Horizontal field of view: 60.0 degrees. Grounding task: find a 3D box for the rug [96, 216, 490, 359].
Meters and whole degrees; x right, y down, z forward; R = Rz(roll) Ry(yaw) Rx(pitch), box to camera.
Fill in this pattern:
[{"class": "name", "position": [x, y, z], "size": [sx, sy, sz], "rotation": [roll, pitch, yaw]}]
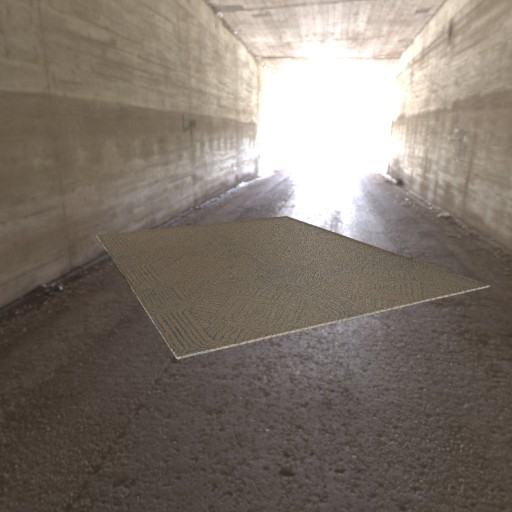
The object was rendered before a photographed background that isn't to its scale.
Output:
[{"class": "rug", "position": [0.000, 0.000, 4.148], "size": [2.457, 0.015, 3.049], "rotation": [-8, 18, -25]}]
